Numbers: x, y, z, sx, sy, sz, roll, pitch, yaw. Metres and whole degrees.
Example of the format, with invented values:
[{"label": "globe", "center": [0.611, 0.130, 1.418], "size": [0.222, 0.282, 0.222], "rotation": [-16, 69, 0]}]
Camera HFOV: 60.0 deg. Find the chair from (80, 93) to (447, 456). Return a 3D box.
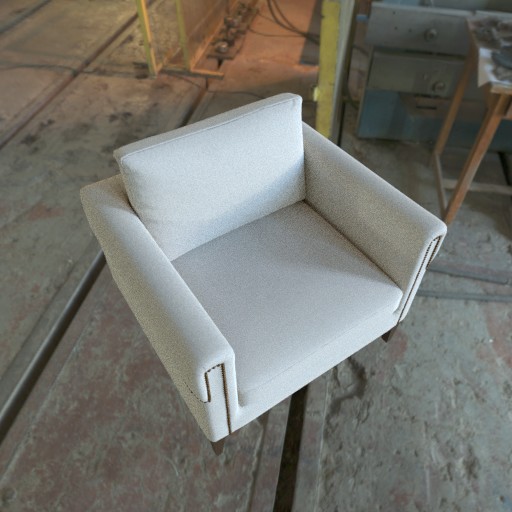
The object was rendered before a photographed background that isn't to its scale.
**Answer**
[{"label": "chair", "center": [0.000, 0.000, 1.698], "size": [0.982, 0.915, 0.896], "rotation": [-26, 53, -22]}]
